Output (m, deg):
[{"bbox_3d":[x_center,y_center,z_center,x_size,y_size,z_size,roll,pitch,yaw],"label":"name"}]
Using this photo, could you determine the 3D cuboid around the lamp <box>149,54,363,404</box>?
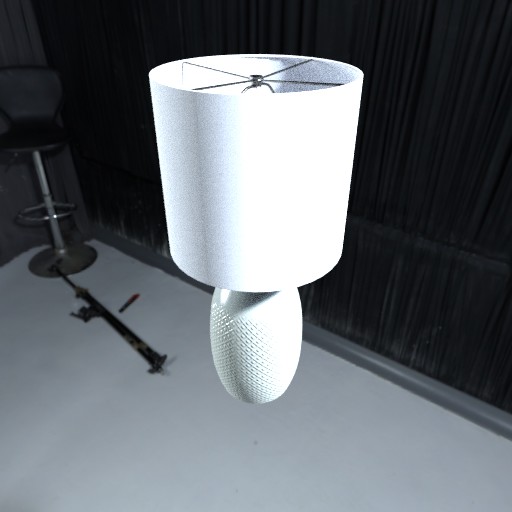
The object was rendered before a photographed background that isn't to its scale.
[{"bbox_3d":[0.000,0.000,0.578,0.217,0.453,0.217,22,39,31],"label":"lamp"}]
